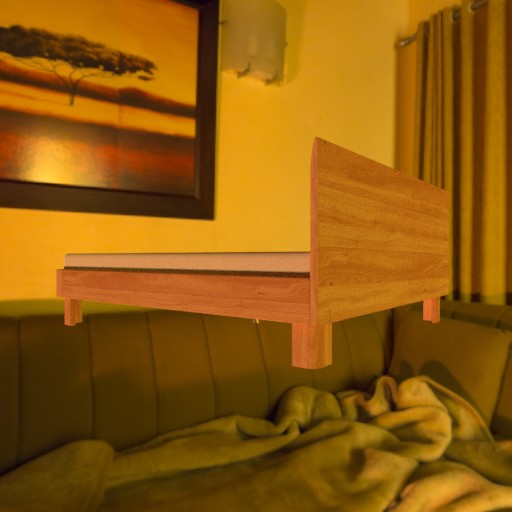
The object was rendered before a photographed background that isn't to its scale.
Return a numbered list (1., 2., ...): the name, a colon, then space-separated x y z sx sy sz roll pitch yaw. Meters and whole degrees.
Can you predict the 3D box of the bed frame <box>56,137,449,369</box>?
1. bed frame: 0.000 0.000 3.131 2.092 0.940 1.872 0 0 38
